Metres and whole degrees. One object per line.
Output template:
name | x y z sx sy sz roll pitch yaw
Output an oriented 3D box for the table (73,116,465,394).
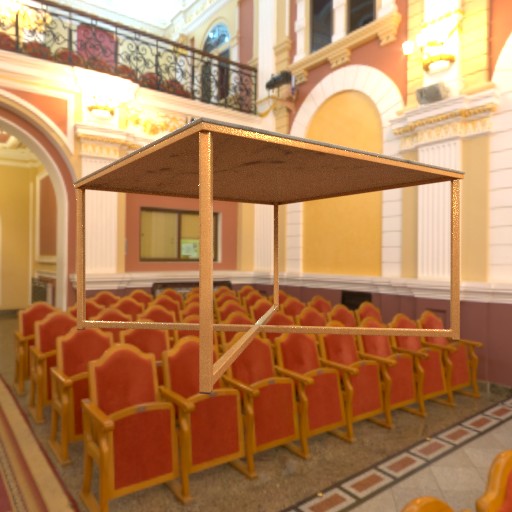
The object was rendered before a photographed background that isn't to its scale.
table | 0.000 0.000 1.268 0.800 0.450 0.800 0 0 -36
